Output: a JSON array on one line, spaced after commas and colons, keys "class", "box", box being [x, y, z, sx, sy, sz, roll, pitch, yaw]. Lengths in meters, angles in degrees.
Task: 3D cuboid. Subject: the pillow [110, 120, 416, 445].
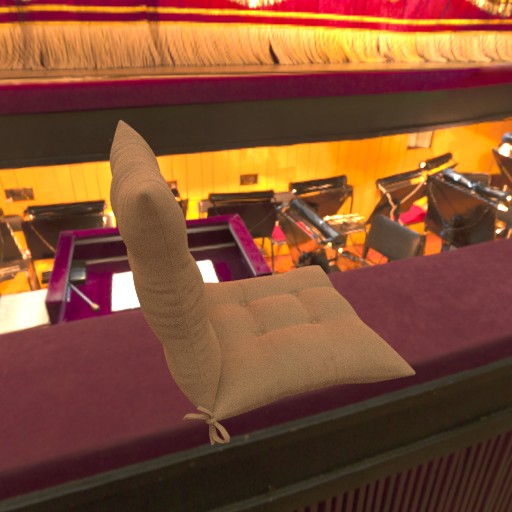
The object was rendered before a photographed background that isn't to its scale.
[{"class": "pillow", "box": [0.000, 0.000, 1.002, 0.585, 0.536, 0.541, -9, 29, -16]}]
